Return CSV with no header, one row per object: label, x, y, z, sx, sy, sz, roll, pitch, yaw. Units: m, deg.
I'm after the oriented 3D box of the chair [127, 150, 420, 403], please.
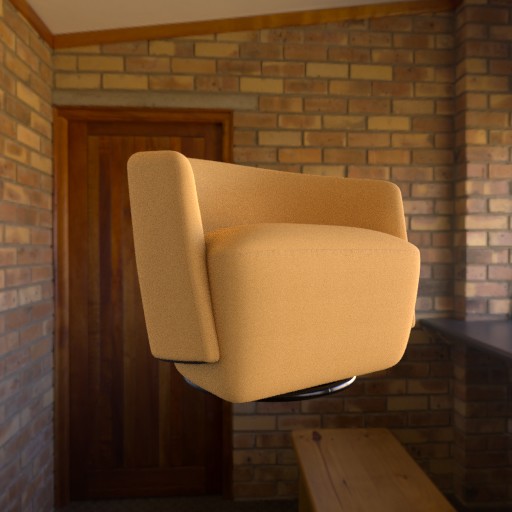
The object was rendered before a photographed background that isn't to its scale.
chair,0.000,0.000,1.363,0.773,0.698,0.767,-1,1,-35
